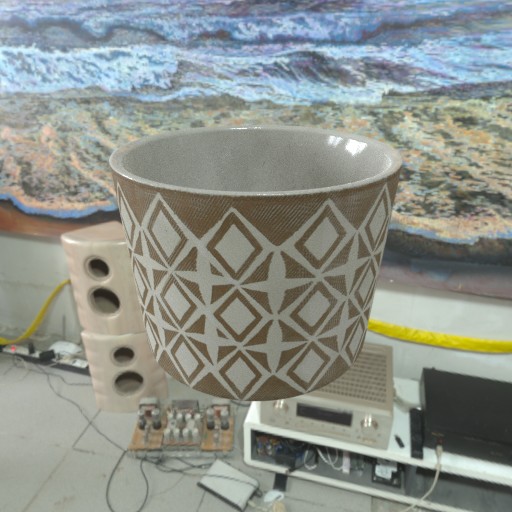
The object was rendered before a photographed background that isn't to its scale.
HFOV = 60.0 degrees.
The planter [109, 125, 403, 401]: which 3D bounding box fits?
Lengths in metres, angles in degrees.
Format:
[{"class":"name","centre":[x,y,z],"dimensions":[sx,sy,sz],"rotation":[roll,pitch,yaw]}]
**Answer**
[{"class":"planter","centre":[0.000,0.000,0.457],"dimensions":[0.260,0.220,0.260],"rotation":[0,26,0]}]
